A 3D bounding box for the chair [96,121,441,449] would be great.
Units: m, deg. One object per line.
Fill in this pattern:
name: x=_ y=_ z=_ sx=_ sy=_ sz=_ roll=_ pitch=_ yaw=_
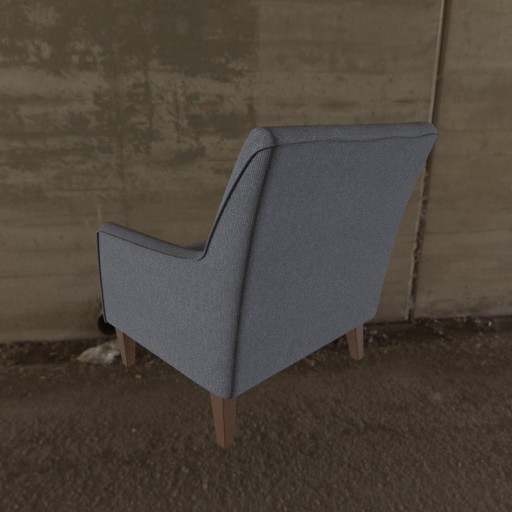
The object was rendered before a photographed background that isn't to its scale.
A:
chair: x=0.000 y=0.000 z=1.575 sx=0.780 sy=0.919 sz=0.899 roll=-17 pitch=25 yaw=-42
